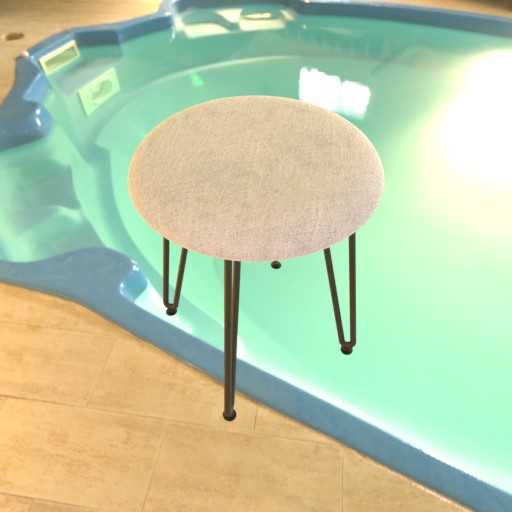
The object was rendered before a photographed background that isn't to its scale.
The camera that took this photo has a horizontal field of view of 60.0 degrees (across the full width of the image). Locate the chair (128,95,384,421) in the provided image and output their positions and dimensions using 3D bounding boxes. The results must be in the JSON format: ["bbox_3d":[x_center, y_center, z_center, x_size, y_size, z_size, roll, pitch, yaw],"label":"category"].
[{"bbox_3d":[0.000,0.000,0.659,0.350,0.386,0.350,11,47,10],"label":"chair"}]
